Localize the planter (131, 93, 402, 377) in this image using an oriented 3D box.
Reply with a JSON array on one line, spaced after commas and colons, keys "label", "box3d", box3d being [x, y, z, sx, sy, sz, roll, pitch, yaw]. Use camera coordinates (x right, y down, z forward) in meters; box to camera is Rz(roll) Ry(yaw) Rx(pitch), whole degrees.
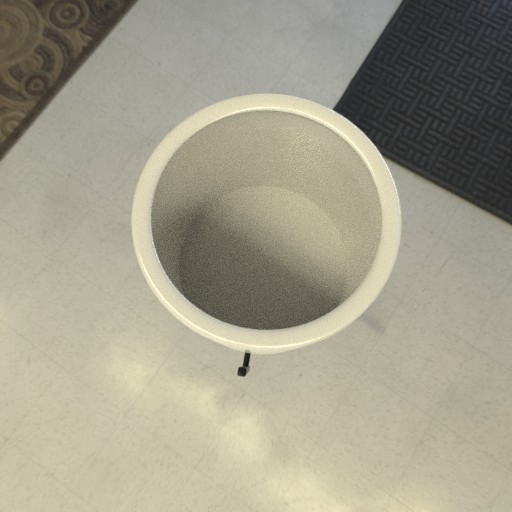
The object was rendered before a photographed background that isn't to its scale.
[{"label": "planter", "box3d": [0.000, 0.000, 0.529, 0.239, 0.356, 0.239, 36, 79, 8]}]
